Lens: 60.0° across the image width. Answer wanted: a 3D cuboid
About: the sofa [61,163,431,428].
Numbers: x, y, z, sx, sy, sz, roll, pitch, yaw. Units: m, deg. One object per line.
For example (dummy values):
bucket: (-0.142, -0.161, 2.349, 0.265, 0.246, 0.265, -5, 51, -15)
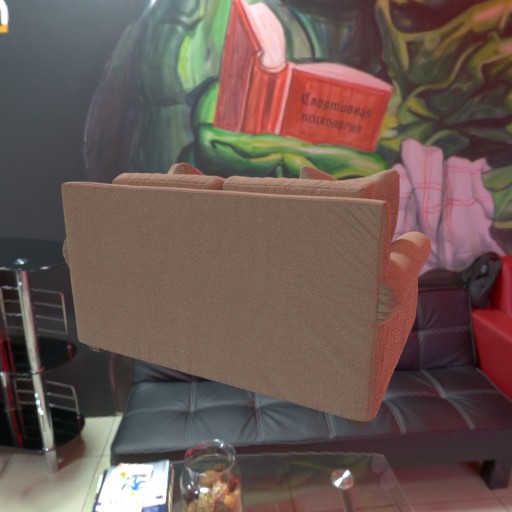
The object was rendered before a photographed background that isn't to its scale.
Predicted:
sofa: (0.000, 0.000, 2.192, 1.550, 0.905, 1.070, 7, 16, 26)
